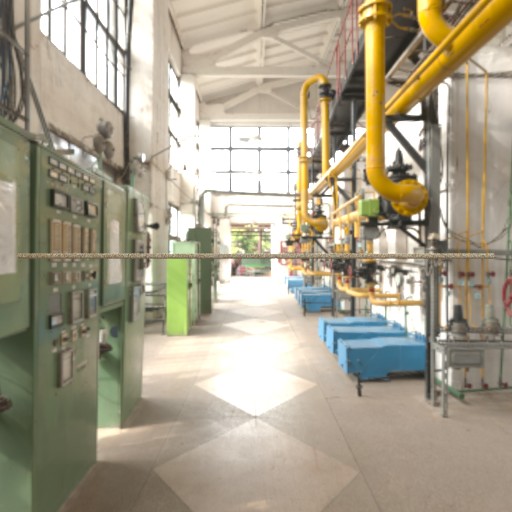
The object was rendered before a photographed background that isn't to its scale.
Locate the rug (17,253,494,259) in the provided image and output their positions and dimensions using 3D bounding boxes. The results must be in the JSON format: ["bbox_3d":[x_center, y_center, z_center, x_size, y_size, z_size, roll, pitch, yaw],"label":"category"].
[{"bbox_3d":[0.000,0.000,2.925,2.346,0.025,1.500,0,0,1],"label":"rug"}]
